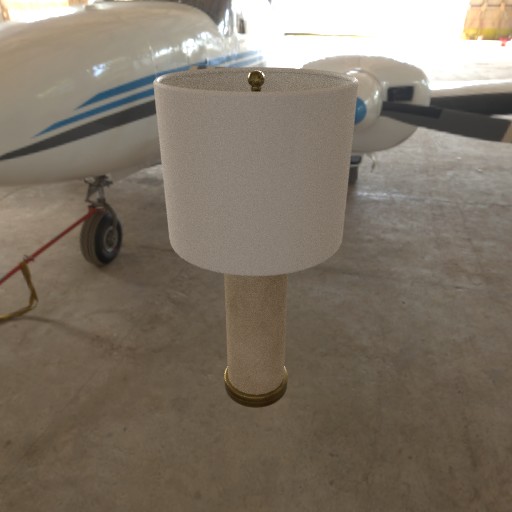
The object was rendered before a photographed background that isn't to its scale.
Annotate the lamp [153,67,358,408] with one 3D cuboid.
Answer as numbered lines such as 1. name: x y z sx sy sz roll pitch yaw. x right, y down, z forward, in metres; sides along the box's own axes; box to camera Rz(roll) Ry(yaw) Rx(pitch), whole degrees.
1. lamp: 0.000 0.000 0.817 0.305 0.634 0.305 -20 34 -32
